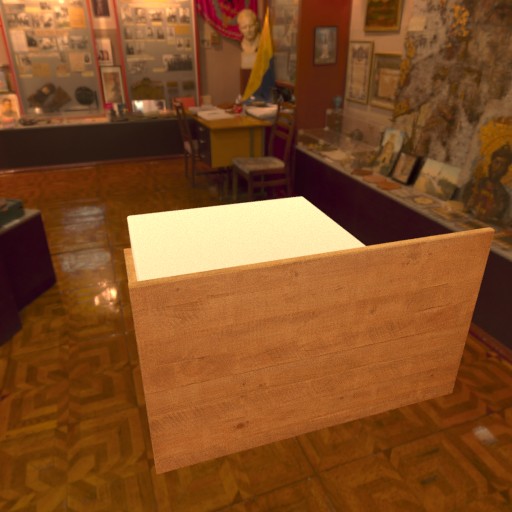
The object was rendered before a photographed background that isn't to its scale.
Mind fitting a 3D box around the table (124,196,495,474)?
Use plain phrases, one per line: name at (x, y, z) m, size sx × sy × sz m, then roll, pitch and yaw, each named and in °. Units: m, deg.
table at (0.000, 0.000, 3.030) m, size 1.707 × 1.041 × 2.149 m, roll -8°, pitch 28°, yaw -16°
